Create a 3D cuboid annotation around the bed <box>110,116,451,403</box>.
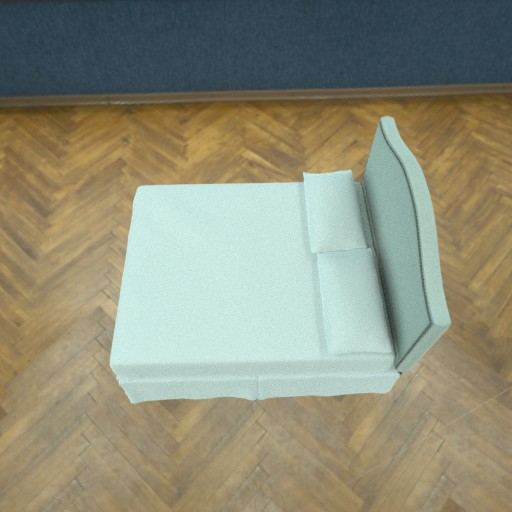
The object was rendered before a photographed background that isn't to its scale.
[{"bbox_3d":[0.000,0.000,3.428,2.180,1.607,1.813,-1,58,-1],"label":"bed"}]
